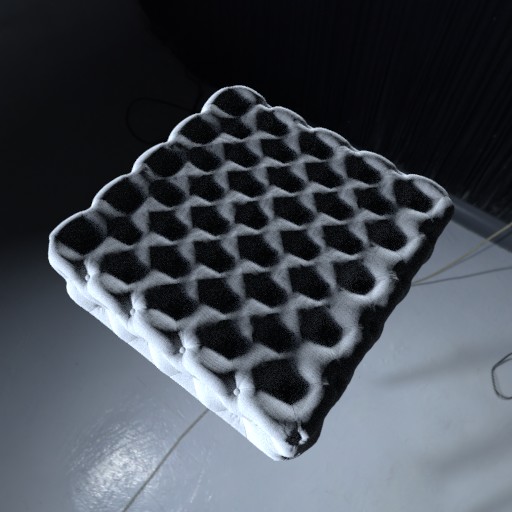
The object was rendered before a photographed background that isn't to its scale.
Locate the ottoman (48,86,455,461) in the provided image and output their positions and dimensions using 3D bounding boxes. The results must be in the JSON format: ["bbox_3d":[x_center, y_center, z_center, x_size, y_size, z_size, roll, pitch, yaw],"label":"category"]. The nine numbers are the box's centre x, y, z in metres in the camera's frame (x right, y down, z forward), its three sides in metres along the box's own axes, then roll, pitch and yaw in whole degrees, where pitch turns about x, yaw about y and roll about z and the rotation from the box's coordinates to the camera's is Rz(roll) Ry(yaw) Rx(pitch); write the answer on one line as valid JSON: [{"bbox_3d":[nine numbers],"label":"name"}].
[{"bbox_3d":[0.000,0.000,1.189,0.764,0.365,0.758,32,64,18],"label":"ottoman"}]
